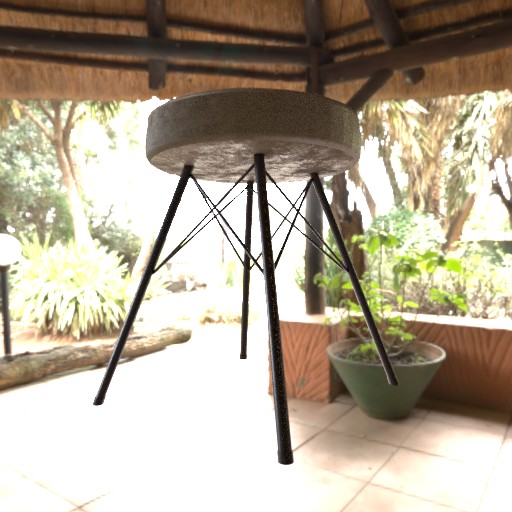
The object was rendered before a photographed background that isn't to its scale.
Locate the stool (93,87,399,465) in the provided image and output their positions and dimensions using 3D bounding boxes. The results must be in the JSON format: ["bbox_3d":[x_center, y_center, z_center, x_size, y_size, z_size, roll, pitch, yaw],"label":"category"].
[{"bbox_3d":[0.000,0.000,0.871,0.423,0.538,0.457,0,-1,35],"label":"stool"}]
